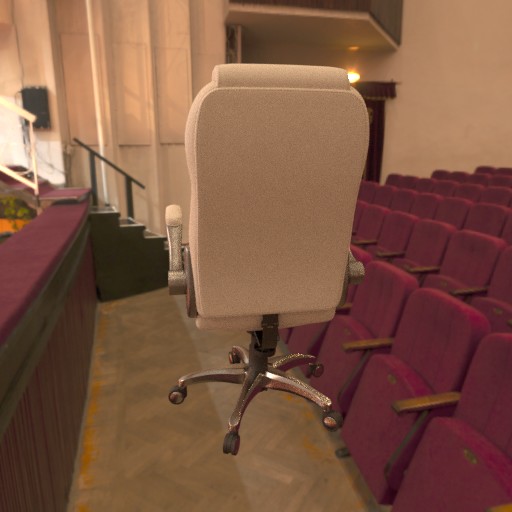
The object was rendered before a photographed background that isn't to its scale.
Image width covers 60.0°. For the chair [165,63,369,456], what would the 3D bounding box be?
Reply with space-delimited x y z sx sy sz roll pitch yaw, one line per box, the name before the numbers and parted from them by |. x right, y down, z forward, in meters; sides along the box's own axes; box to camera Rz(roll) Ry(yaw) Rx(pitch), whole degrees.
chair | 0.000 0.000 1.790 0.755 1.330 0.806 -3 14 -10
